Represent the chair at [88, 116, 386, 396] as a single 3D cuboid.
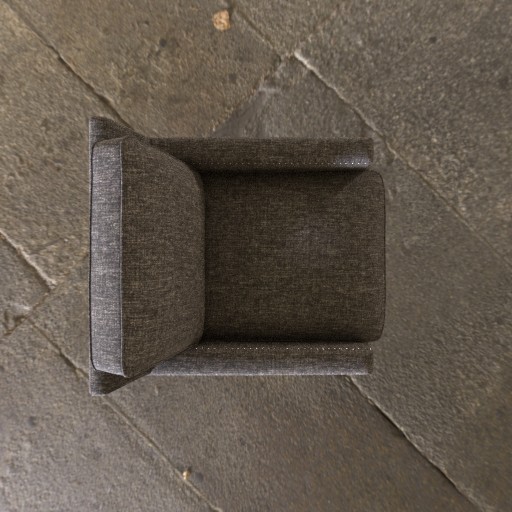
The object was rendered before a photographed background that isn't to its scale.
[{"bbox_3d":[0.000,0.000,1.665,1.014,0.943,0.853,0,90,0],"label":"chair"}]
